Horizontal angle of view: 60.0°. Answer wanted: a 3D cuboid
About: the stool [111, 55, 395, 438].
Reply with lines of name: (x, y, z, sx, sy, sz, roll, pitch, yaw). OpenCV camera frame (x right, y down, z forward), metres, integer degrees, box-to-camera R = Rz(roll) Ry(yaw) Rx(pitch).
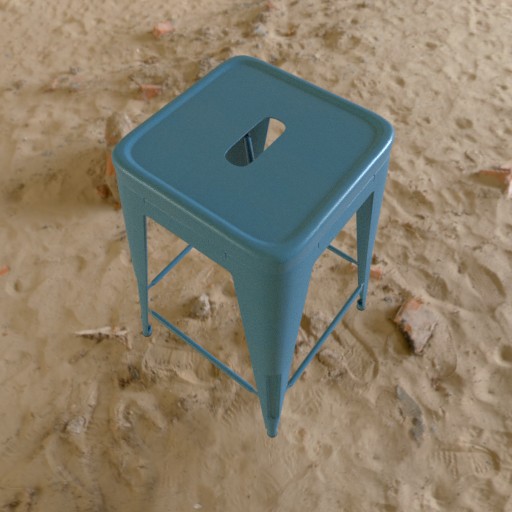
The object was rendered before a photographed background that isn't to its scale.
stool: (0.000, 0.000, 0.871, 0.410, 0.608, 0.410, 33, 63, 19)
